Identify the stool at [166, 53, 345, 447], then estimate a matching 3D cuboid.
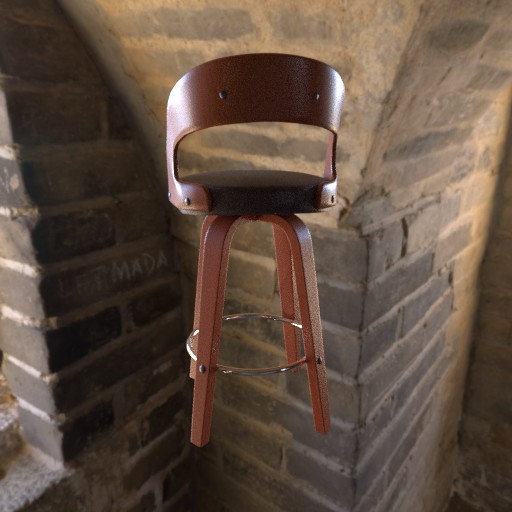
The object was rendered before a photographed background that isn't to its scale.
[{"bbox_3d":[0.000,0.000,1.203,0.457,0.940,0.457,-2,15,-8],"label":"stool"}]
